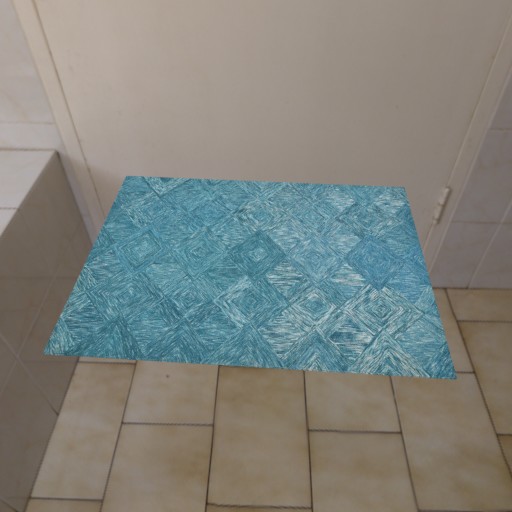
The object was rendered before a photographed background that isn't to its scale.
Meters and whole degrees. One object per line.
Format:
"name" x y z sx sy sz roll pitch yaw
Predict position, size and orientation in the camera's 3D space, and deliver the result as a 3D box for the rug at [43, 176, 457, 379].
"rug" 0.000 0.000 4.276 3.217 0.027 2.405 3 45 3
